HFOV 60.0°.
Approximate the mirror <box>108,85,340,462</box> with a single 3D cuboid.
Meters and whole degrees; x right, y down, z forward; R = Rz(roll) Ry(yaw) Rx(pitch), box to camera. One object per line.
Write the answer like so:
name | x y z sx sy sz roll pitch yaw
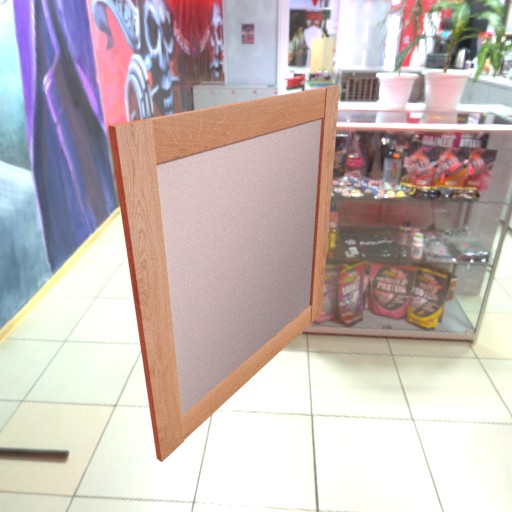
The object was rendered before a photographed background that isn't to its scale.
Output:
mirror | 0.000 0.000 1.195 0.020 0.800 0.800 18 32 32
